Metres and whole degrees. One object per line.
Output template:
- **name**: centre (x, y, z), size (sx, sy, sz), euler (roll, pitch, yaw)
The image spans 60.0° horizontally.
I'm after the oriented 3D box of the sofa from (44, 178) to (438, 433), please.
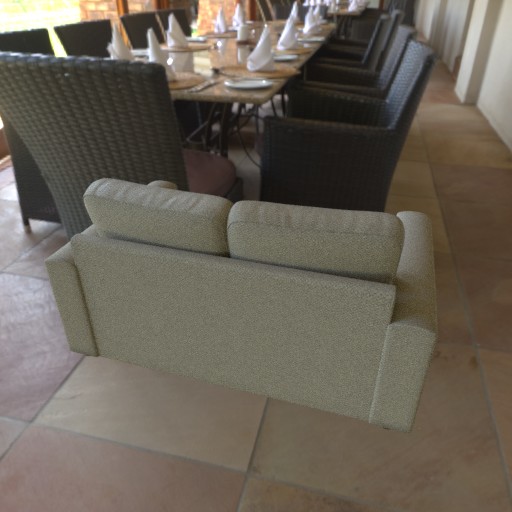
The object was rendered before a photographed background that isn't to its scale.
- **sofa**: centre (0.000, 0.000, 2.178), size (1.616, 0.873, 1.016), euler (9, 32, 15)
